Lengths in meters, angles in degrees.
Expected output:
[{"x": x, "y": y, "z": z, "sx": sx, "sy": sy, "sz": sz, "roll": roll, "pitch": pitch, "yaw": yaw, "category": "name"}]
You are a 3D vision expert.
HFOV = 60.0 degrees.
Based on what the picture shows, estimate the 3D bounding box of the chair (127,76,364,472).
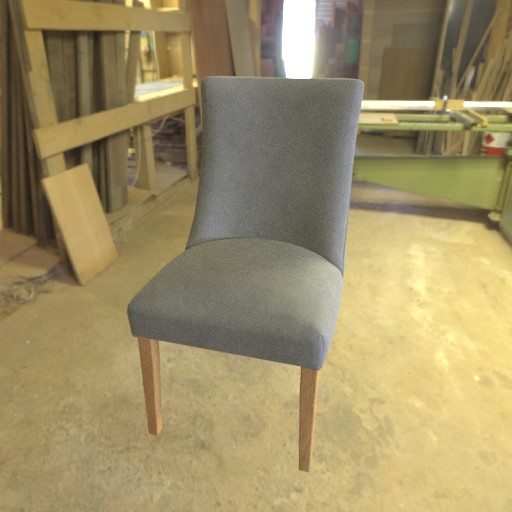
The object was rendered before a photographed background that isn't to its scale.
[{"x": 0.000, "y": 0.000, "z": 1.239, "sx": 0.495, "sy": 0.902, "sz": 0.610, "roll": 7, "pitch": 26, "yaw": 15, "category": "chair"}]
